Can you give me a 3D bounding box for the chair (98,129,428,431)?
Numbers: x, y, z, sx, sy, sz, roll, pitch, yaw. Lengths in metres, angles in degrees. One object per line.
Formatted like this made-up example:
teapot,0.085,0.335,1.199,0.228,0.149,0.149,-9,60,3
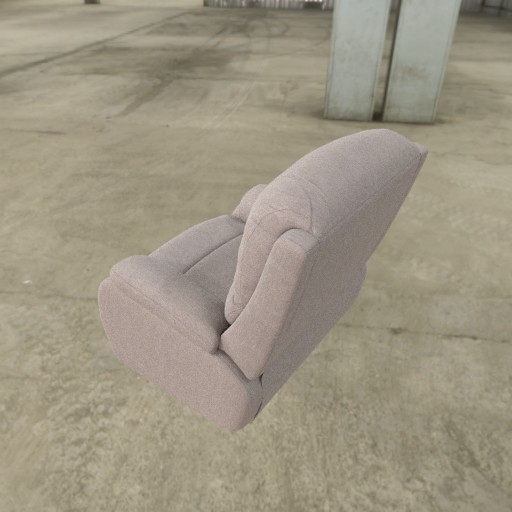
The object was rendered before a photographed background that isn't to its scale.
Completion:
chair,0.000,0.000,1.709,0.899,1.011,0.930,21,38,30
